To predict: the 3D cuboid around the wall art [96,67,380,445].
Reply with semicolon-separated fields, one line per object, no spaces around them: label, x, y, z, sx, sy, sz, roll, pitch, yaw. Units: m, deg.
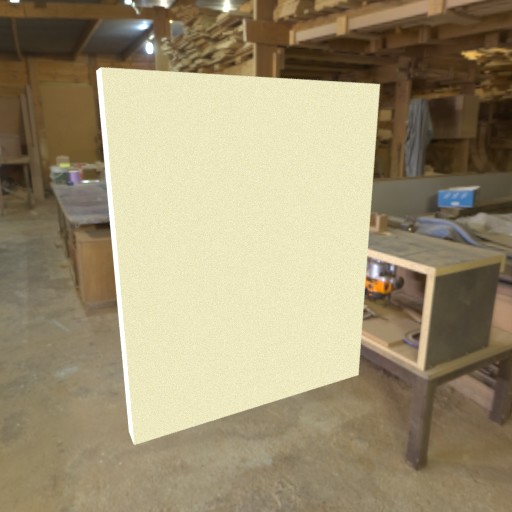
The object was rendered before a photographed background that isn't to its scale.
wall art;0.000;0.000;0.739;0.451;0.553;0.039;-8;18;-26
